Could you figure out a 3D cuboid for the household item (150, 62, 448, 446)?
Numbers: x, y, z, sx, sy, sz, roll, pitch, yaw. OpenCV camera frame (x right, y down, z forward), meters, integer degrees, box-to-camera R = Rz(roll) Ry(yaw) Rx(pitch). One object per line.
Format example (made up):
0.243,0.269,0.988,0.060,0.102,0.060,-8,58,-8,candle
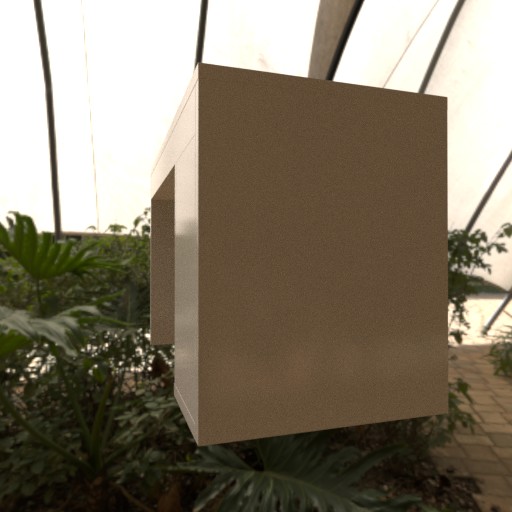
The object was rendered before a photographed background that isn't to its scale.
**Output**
0.000,0.000,1.478,0.597,0.749,1.100,0,0,-18,household item
